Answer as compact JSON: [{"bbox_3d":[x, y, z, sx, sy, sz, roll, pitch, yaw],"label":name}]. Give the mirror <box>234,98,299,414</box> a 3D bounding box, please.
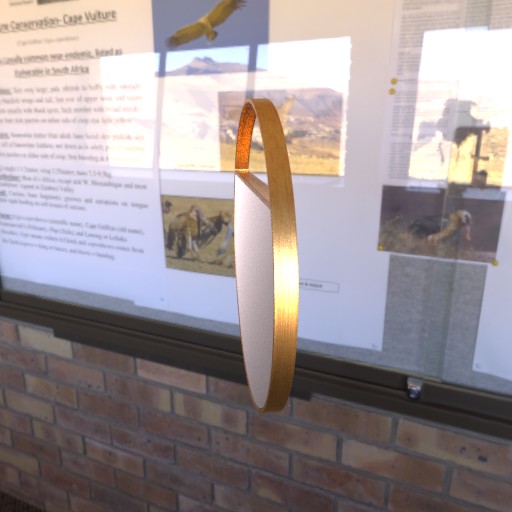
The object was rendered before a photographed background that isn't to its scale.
[{"bbox_3d":[0.000,0.000,0.843,0.032,0.565,0.565,-2,16,-8],"label":"mirror"}]
